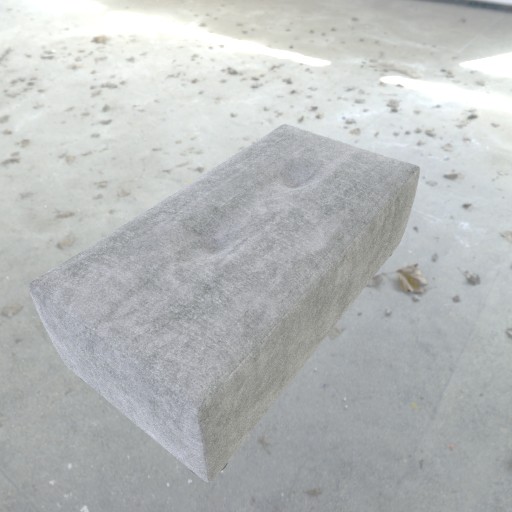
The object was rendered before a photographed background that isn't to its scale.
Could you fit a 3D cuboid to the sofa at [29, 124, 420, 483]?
[{"bbox_3d":[0.000,0.000,1.130,0.480,0.330,0.930,26,48,27],"label":"sofa"}]
